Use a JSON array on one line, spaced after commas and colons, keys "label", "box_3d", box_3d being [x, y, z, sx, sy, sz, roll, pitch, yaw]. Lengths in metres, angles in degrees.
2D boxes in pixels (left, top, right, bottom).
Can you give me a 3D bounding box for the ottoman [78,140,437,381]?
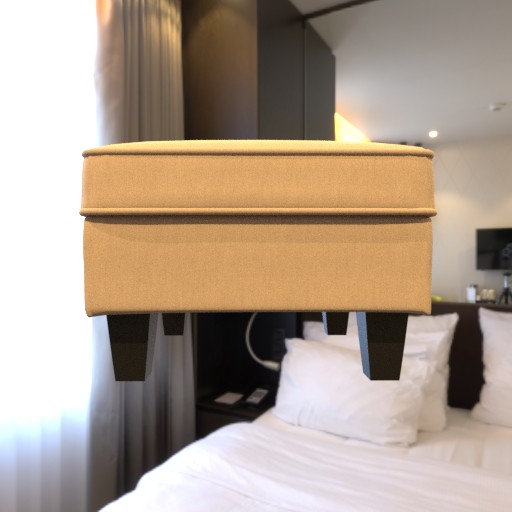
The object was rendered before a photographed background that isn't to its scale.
[{"label": "ottoman", "box_3d": [0.000, 0.000, 1.024, 0.613, 0.438, 0.616, 0, 0, -1]}]
